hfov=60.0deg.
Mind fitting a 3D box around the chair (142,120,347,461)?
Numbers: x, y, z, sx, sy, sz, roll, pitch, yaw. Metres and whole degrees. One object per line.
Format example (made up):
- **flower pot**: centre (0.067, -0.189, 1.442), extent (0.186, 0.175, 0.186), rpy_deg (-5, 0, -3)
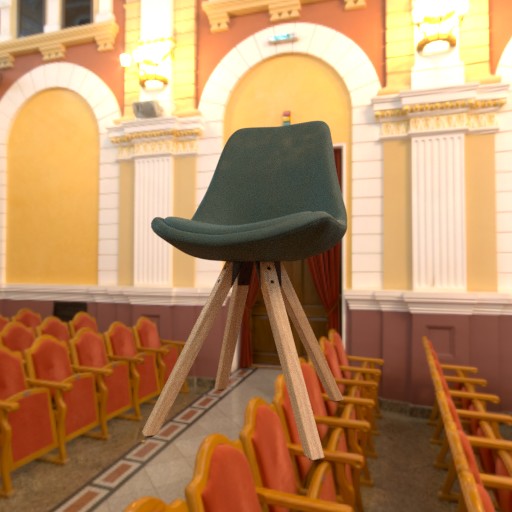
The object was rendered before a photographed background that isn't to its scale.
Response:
- **chair**: centre (0.000, 0.000, 1.205), extent (0.483, 0.865, 0.547), rpy_deg (0, -1, 18)
